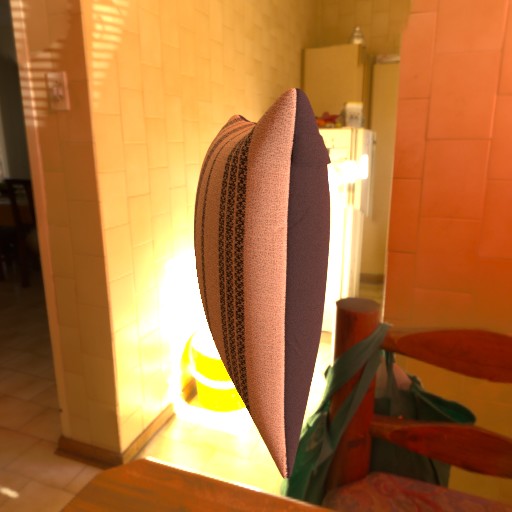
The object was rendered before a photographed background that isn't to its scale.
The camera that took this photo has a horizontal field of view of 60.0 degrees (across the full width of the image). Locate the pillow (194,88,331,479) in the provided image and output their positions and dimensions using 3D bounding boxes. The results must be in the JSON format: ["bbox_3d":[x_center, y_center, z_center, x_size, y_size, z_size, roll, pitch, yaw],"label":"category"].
[{"bbox_3d":[0.000,0.000,0.628,0.173,0.406,0.405,-3,15,-10],"label":"pillow"}]
